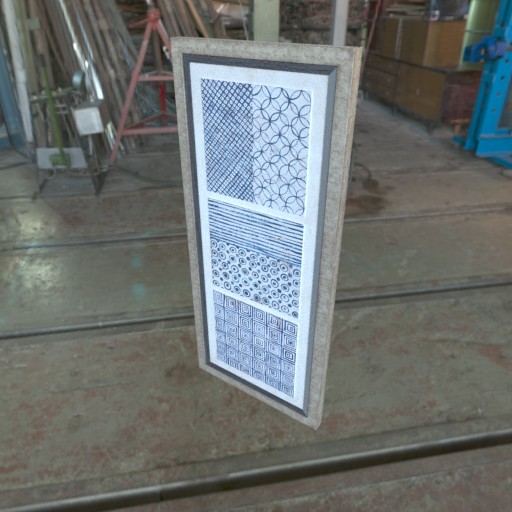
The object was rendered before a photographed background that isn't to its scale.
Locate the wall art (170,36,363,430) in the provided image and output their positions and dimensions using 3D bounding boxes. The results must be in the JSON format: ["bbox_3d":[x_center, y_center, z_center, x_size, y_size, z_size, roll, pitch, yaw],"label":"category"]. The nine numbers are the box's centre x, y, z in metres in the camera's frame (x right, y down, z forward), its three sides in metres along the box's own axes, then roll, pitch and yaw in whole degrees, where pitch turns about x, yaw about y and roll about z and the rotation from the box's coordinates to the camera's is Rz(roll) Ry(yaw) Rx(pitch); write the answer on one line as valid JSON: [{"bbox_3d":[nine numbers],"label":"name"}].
[{"bbox_3d":[0.000,0.000,1.673,0.648,1.461,0.051,19,35,29],"label":"wall art"}]
